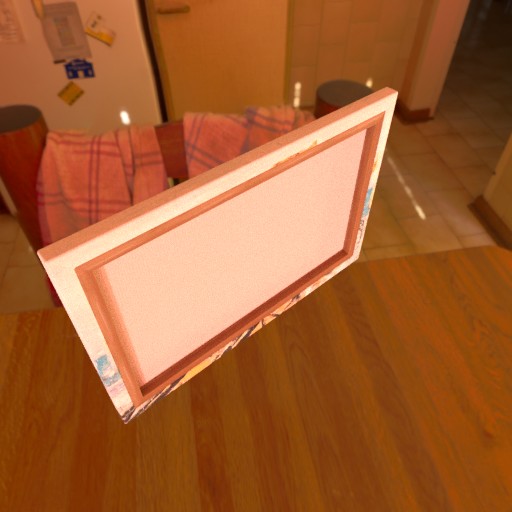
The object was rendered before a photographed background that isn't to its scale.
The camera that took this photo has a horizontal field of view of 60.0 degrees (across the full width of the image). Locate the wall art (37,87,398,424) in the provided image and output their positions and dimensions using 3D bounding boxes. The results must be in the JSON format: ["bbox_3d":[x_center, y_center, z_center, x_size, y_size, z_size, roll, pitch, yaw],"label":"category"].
[{"bbox_3d":[0.000,0.000,1.138,0.913,0.609,0.038,-32,54,-27],"label":"wall art"}]
